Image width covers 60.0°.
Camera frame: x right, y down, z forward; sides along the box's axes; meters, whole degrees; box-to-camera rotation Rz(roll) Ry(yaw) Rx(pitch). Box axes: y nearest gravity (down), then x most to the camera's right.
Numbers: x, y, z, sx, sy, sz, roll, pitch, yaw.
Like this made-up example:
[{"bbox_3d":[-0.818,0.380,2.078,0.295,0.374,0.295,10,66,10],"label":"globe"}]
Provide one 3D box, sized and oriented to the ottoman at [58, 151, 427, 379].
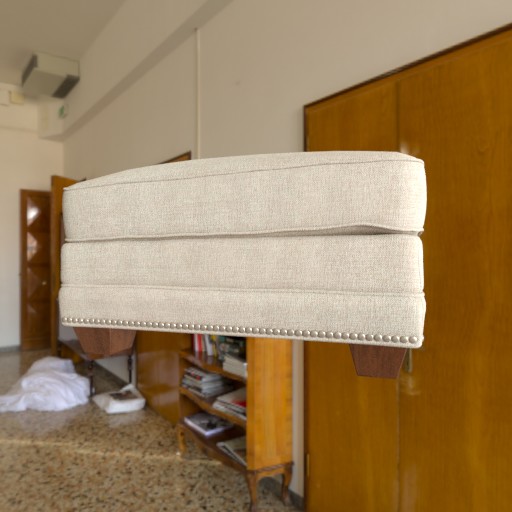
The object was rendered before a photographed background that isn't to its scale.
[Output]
[{"bbox_3d":[0.000,0.000,1.149,0.813,0.458,0.559,0,0,18],"label":"ottoman"}]
